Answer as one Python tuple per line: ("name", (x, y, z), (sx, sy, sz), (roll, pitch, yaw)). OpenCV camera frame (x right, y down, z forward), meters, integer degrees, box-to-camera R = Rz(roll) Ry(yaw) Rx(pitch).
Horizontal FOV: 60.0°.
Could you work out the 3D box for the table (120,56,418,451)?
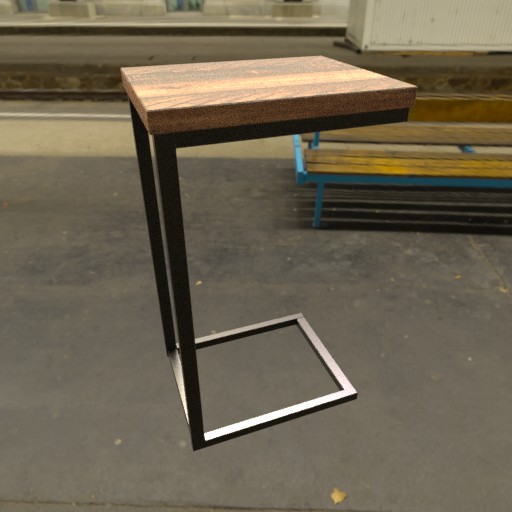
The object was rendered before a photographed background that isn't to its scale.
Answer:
("table", (0.000, 0.000, 0.939), (0.414, 0.718, 0.323), (-11, 34, -17))
